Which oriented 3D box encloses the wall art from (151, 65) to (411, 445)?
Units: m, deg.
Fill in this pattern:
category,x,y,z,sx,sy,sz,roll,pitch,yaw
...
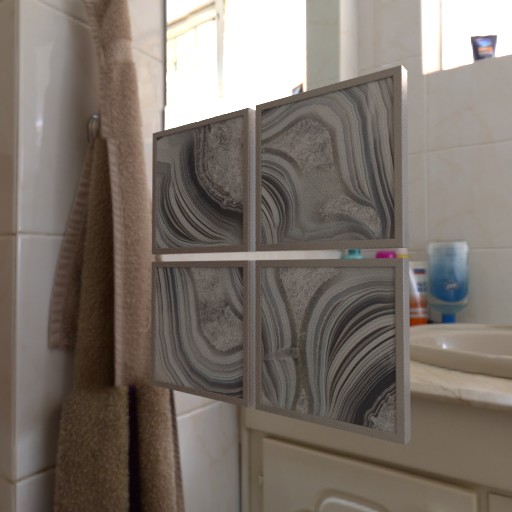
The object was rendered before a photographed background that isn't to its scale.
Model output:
category,x,y,z,sx,sy,sz,roll,pitch,yaw
wall art,0.000,0.000,0.906,0.611,0.611,0.029,-1,-2,37
